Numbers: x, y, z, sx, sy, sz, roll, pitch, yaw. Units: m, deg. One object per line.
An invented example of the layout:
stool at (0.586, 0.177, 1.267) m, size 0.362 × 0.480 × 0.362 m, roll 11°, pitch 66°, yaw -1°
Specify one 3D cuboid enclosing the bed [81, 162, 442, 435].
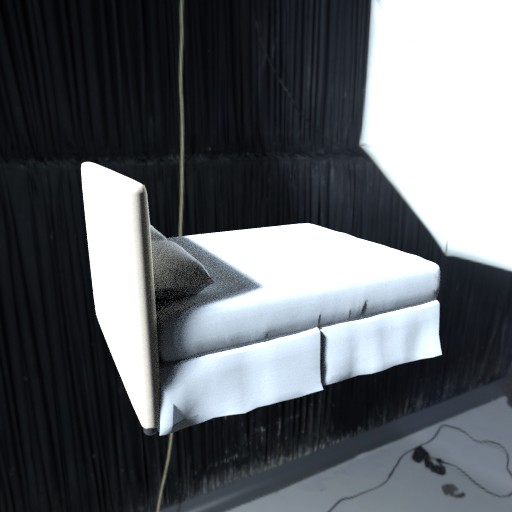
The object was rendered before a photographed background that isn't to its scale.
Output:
bed at (0.000, 0.000, 3.253) m, size 2.142 × 1.330 × 1.748 m, roll -8°, pitch 17°, yaw -26°
